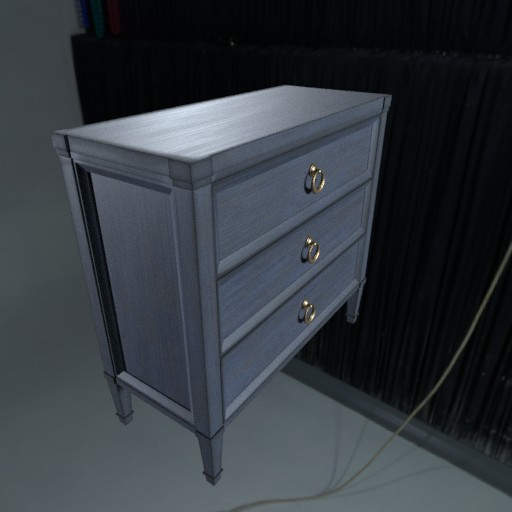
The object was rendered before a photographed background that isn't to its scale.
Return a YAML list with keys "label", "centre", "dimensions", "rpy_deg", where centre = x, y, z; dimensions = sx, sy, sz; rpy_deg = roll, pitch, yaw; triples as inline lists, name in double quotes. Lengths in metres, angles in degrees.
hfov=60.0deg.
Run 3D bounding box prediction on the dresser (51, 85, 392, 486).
- label: "dresser"
  centre: [0.000, 0.000, 1.552]
  dimensions: [0.463, 0.986, 1.049]
  rpy_deg: [19, 33, 31]
